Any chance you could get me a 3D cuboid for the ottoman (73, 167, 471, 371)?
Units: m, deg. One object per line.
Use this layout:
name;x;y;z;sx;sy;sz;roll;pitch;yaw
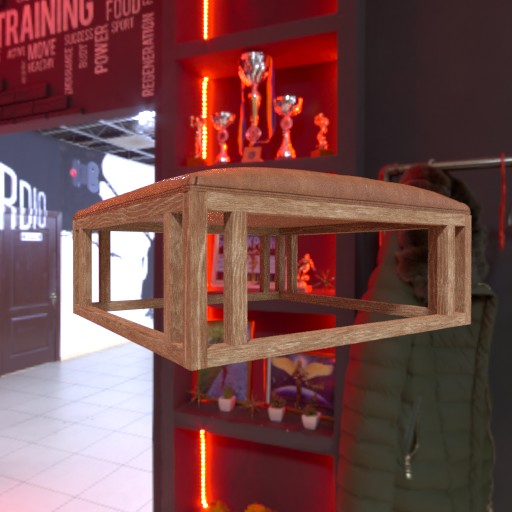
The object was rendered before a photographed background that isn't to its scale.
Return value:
ottoman;0.000;0.000;1.569;1.013;0.442;1.016;0;1;-35
